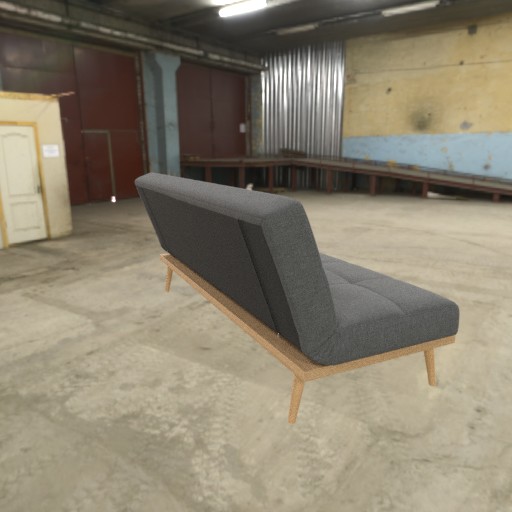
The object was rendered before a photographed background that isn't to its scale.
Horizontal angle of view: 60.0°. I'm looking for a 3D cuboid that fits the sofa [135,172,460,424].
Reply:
[{"bbox_3d":[0.000,0.000,2.223,0.820,0.770,1.820,-6,15,-25],"label":"sofa"}]
